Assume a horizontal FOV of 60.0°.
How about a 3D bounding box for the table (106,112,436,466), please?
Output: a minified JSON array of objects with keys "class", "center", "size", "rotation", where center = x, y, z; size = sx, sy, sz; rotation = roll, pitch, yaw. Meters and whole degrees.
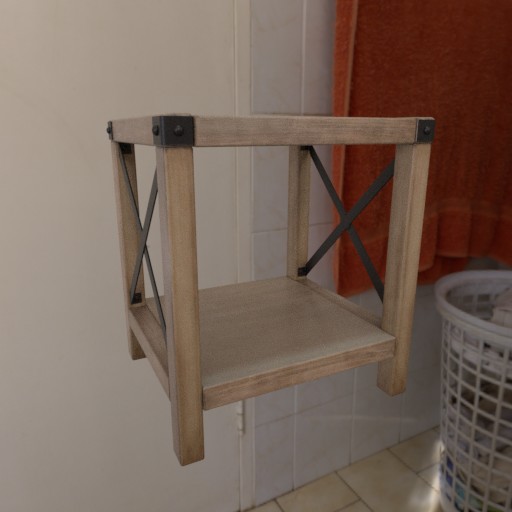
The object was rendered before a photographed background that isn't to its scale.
[{"class":"table","center":[0.000,0.000,0.947],"size":[0.510,0.561,0.459],"rotation":[-8,18,-25]}]
